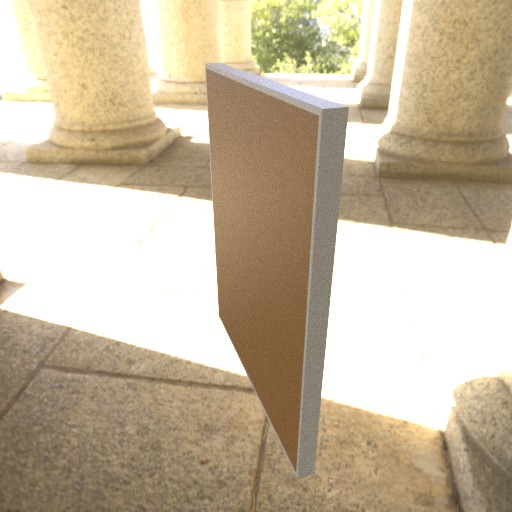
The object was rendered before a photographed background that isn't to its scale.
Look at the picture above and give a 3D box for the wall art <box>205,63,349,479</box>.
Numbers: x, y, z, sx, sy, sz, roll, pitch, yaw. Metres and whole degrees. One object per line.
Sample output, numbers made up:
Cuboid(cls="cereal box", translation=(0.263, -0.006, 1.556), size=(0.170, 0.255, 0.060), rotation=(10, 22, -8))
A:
Cuboid(cls="wall art", translation=(0.000, 0.000, 0.733), size=(0.030, 0.549, 0.443), rotation=(-10, 30, -17))
